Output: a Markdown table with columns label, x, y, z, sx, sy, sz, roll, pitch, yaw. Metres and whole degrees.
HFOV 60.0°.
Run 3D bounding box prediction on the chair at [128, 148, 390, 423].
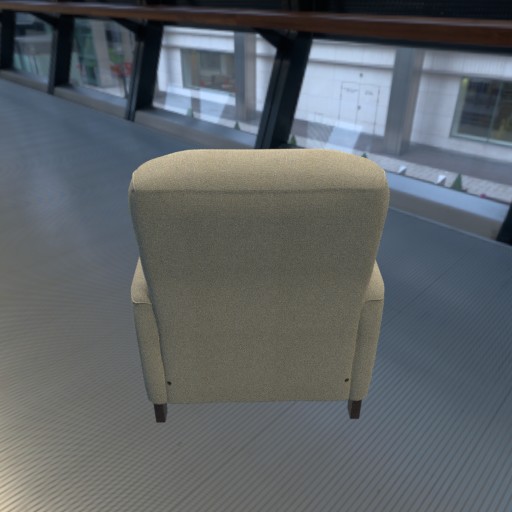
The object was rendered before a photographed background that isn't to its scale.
| label | x | y | z | sx | sy | sz | roll | pitch | yaw |
| --- | --- | --- | --- | --- | --- | --- | --- | --- | --- |
| chair | 0.000 | 0.000 | 1.674 | 0.850 | 1.006 | 0.853 | -1 | 30 | -1 |
